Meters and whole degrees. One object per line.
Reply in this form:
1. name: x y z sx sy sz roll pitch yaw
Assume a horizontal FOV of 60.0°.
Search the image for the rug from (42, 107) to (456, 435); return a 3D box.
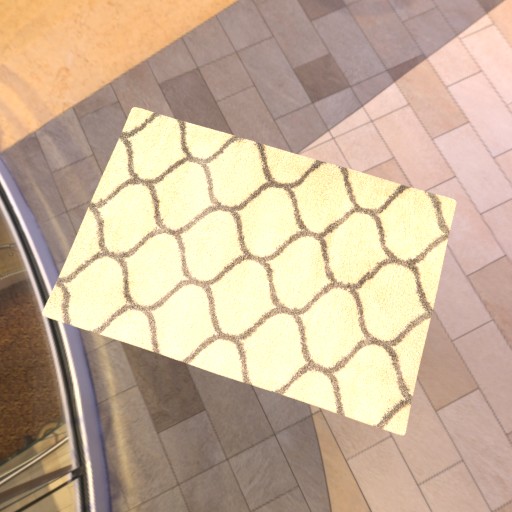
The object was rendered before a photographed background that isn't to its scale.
1. rug: 0.000 0.000 3.333 2.701 0.026 1.801 17 76 4
